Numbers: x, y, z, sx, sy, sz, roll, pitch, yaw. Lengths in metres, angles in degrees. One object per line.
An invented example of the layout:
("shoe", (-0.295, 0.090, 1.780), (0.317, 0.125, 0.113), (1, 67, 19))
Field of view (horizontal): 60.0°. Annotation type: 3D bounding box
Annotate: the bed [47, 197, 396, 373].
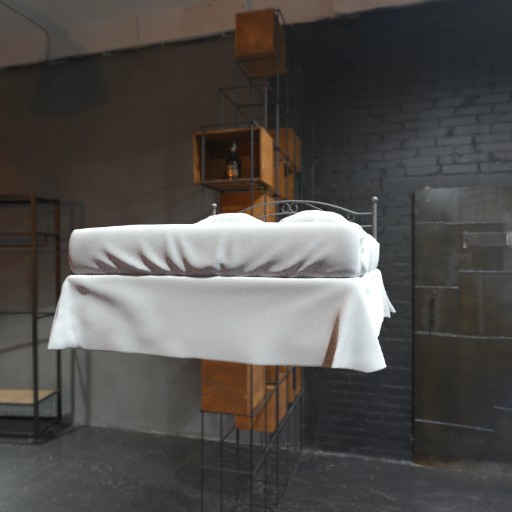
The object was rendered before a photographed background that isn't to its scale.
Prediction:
("bed", (0.000, 0.000, 3.257), (1.936, 1.080, 2.215), (0, 0, 18))
